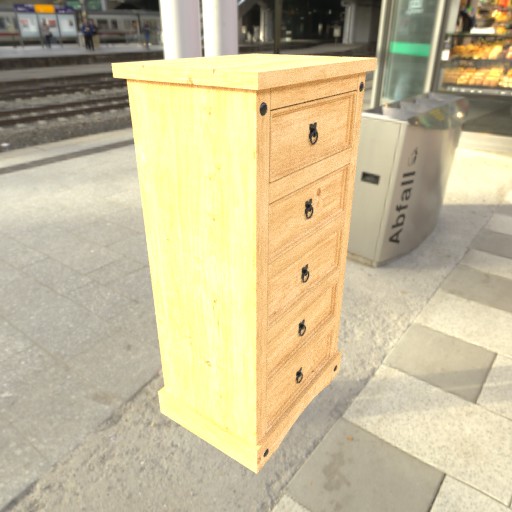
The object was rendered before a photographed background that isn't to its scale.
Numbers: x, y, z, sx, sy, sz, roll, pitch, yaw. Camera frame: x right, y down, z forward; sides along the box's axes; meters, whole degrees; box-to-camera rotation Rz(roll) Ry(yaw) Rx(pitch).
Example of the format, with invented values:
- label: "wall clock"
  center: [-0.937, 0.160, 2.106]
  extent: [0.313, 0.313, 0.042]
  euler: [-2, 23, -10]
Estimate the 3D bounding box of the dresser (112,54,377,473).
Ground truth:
- label: "dresser"
  center: [0.000, 0.000, 1.288]
  extent: [0.390, 1.041, 0.531]
  euler: [18, 32, 31]
